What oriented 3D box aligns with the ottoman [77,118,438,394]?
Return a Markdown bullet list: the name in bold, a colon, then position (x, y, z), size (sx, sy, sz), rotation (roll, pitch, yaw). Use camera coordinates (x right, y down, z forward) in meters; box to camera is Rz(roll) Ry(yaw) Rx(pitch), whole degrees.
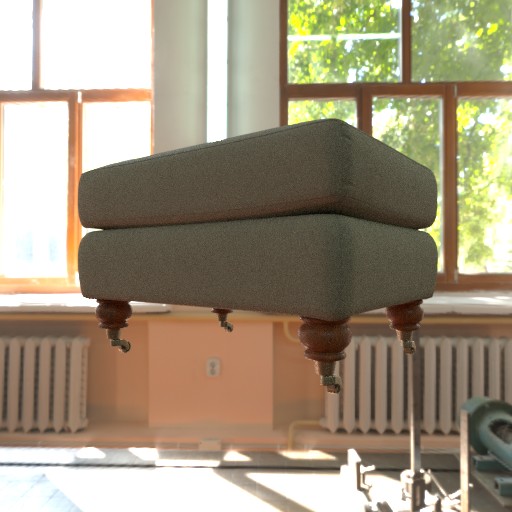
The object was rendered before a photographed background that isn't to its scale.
- **ottoman**: position (0.000, 0.000, 1.128), size (0.773, 0.504, 0.569), rotation (-1, -1, 37)
